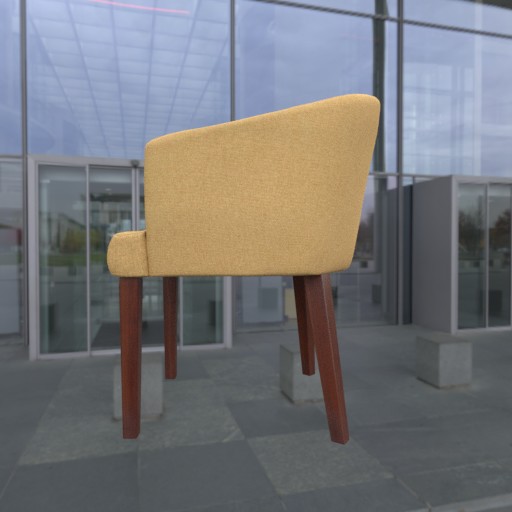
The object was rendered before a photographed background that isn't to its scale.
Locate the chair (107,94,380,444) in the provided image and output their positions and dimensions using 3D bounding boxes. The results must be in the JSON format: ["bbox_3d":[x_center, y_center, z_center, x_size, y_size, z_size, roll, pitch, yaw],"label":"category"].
[{"bbox_3d":[0.000,0.000,1.226,0.655,0.811,0.583,0,1,0],"label":"chair"}]
